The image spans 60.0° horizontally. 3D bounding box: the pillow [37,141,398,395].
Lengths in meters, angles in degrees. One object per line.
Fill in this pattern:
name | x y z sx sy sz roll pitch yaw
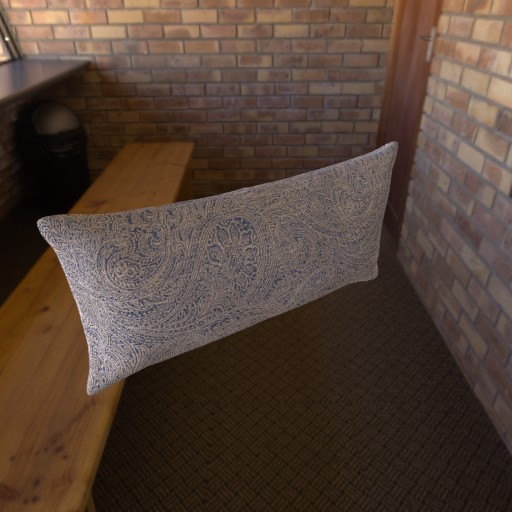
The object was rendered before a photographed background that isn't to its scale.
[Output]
pillow | 0.000 0.000 0.739 0.615 0.295 0.151 -18 35 -28
